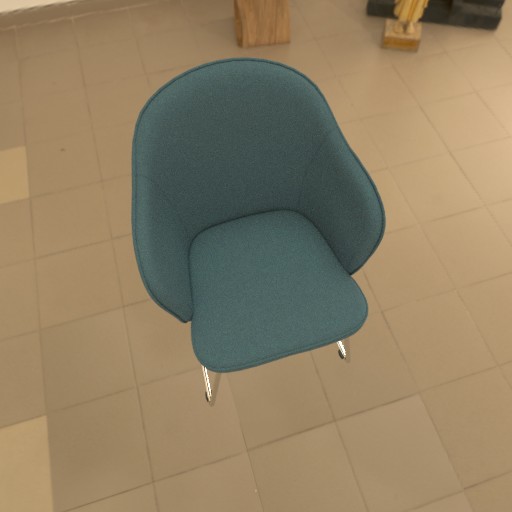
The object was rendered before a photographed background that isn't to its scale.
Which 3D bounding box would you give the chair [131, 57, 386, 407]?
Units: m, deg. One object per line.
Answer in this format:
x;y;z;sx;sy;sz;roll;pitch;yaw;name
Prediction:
0.000;0.000;1.209;0.570;0.815;0.585;-15;63;-8;chair
